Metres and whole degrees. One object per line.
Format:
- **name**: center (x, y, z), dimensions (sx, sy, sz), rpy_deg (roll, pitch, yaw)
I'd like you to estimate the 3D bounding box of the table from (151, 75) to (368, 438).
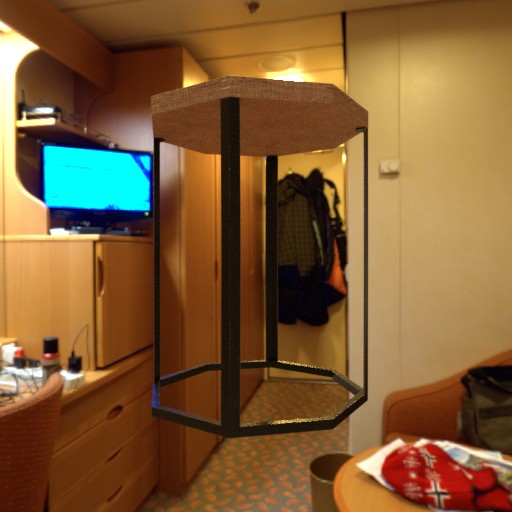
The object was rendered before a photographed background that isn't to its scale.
- **table**: center (0.000, 0.000, 0.889), dimensions (0.437, 0.553, 0.437), rpy_deg (0, 1, -34)
